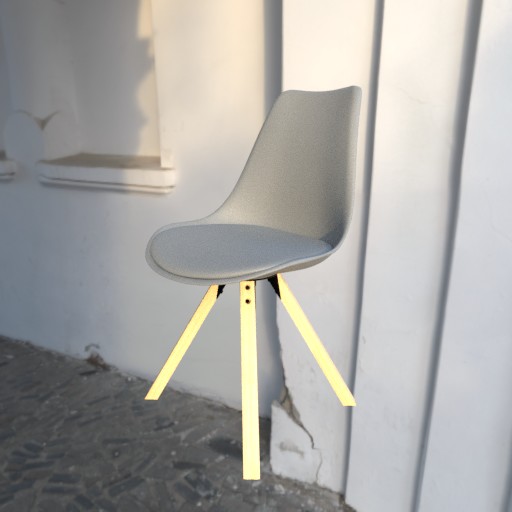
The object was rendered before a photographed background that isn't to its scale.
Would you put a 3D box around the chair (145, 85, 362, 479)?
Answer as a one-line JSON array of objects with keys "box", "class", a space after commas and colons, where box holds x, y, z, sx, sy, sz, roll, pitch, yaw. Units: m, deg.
[{"box": [0.000, 0.000, 1.160, 0.549, 0.850, 0.485, -16, 23, -42], "class": "chair"}]
